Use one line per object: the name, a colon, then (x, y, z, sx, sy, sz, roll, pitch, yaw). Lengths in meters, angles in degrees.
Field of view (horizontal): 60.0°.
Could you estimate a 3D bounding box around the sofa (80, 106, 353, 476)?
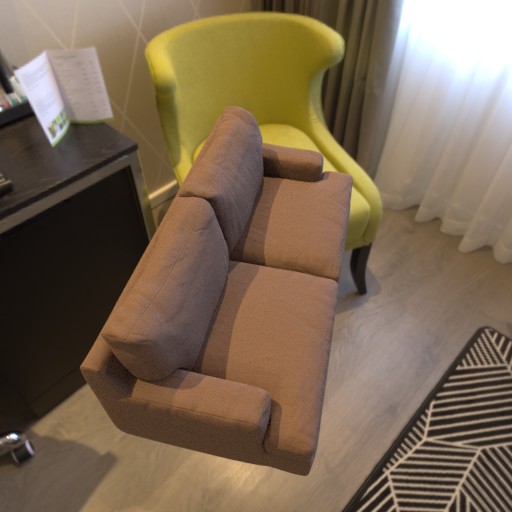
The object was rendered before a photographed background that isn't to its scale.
sofa: (0.000, 0.000, 2.864, 1.140, 0.950, 2.274, 10, 48, 9)
